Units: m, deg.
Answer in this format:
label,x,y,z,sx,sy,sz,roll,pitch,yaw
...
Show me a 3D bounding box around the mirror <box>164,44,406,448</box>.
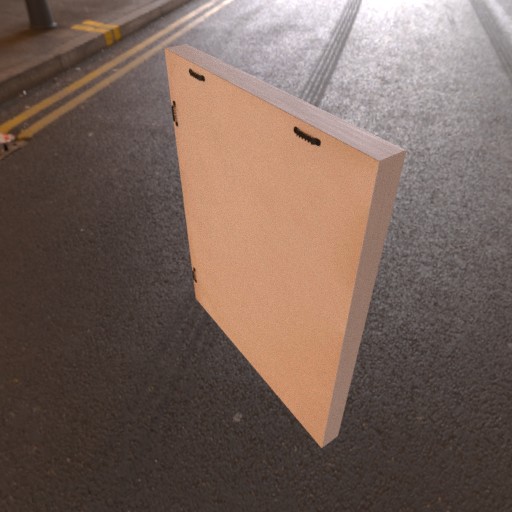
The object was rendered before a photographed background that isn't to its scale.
label,x,y,z,sx,sy,sz,roll,pitch,yaw
mirror,0.000,0.000,0.674,0.041,0.508,0.405,-25,46,-26
